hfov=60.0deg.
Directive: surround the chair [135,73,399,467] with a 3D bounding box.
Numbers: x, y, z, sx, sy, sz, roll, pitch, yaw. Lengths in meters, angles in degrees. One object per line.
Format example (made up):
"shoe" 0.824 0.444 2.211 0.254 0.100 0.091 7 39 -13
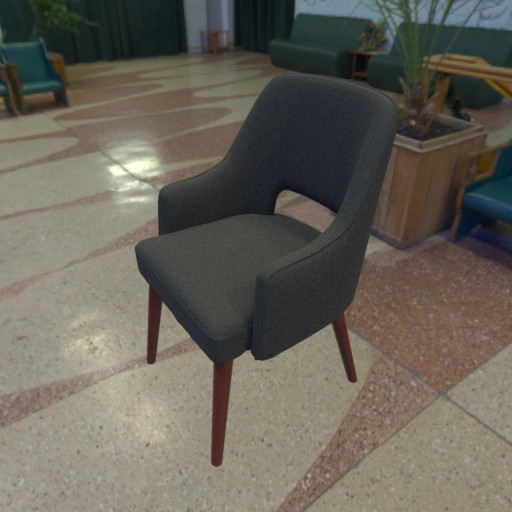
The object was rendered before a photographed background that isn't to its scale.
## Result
"chair" 0.000 0.000 1.189 0.560 0.838 0.559 -20 37 -28
